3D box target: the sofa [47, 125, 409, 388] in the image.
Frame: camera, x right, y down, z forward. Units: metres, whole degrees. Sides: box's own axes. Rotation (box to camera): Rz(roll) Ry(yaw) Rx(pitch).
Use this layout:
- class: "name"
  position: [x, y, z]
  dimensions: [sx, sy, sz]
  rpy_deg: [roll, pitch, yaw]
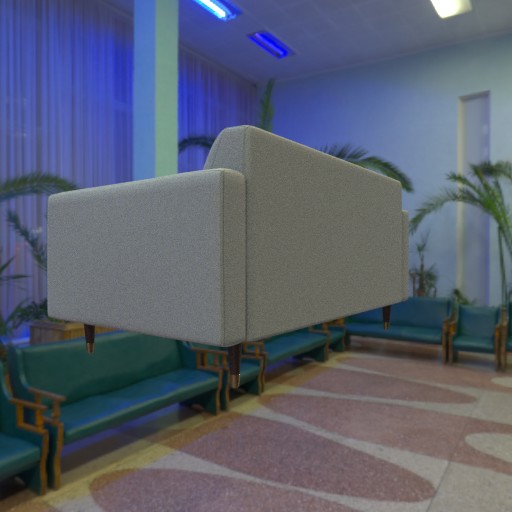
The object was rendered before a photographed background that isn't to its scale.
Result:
- class: "sofa"
  position: [0.000, 0.000, 2.106]
  dimensions: [0.950, 0.801, 1.585]
  rpy_deg: [0, 1, 37]
